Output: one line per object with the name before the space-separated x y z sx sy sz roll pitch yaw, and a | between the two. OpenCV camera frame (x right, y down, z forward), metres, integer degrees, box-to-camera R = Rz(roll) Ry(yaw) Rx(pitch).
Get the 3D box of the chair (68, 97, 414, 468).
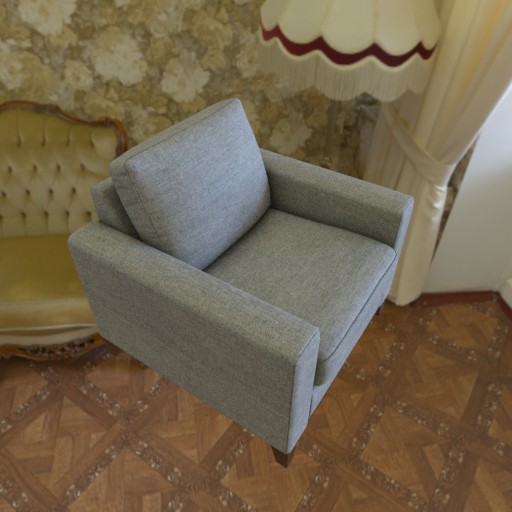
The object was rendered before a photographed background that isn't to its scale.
chair | 0.000 0.000 1.885 1.038 1.010 1.024 24 46 25
